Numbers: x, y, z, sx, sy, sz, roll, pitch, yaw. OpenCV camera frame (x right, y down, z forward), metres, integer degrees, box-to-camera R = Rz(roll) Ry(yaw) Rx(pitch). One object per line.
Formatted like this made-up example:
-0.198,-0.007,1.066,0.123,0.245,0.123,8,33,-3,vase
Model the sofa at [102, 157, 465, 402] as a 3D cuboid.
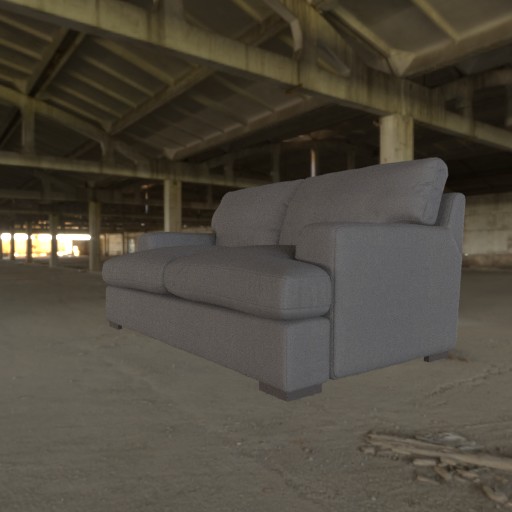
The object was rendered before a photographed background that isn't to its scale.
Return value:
0.000,0.000,2.477,1.143,0.940,1.880,-1,2,-37,sofa
